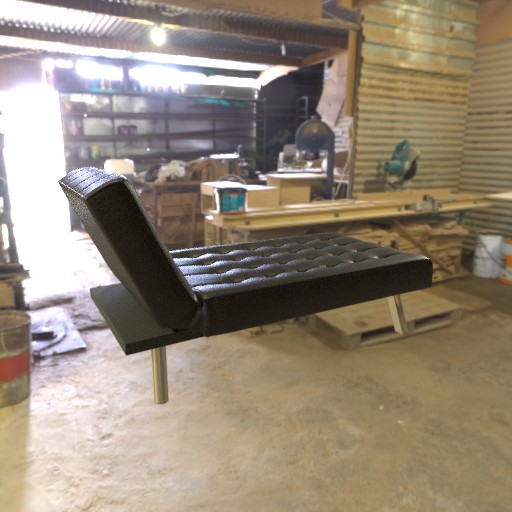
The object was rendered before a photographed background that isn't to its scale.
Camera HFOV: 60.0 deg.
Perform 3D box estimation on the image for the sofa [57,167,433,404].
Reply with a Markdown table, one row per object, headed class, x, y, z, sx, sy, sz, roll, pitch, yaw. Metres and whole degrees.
| class | x | y | z | sx | sy | sz | roll | pitch | yaw |
| --- | --- | --- | --- | --- | --- | --- | --- | --- | --- |
| sofa | 0.000 | 0.000 | 2.059 | 1.560 | 0.820 | 0.760 | -8 | 16 | -28 |
